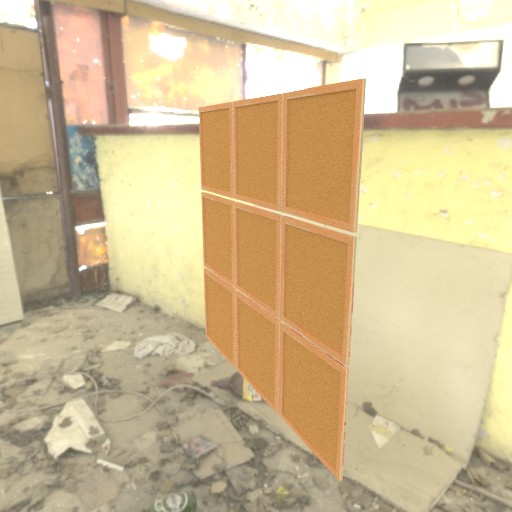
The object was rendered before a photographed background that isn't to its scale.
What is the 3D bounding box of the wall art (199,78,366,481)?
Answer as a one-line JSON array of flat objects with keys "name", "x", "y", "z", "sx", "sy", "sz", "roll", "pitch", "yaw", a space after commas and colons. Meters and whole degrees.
[{"name": "wall art", "x": 0.000, "y": 0.000, "z": 1.804, "sx": 0.013, "sy": 1.220, "sz": 1.216, "roll": -7, "pitch": 16, "yaw": -26}]
